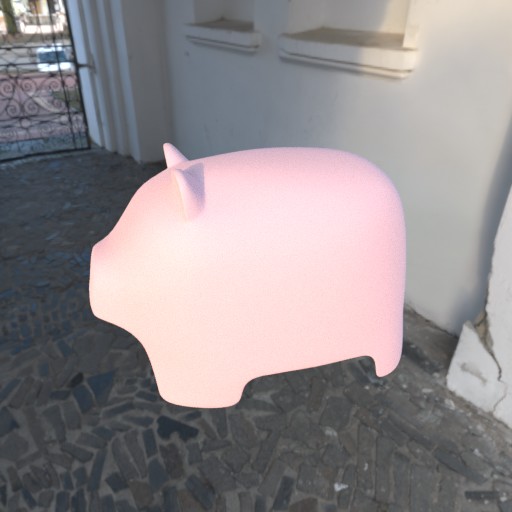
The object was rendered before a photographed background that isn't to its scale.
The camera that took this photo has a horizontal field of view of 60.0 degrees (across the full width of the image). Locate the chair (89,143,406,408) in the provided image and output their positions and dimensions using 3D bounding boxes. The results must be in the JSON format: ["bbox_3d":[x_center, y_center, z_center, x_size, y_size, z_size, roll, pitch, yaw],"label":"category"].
[{"bbox_3d":[0.000,0.000,0.858,0.619,0.423,0.364,-8,32,-14],"label":"chair"}]
